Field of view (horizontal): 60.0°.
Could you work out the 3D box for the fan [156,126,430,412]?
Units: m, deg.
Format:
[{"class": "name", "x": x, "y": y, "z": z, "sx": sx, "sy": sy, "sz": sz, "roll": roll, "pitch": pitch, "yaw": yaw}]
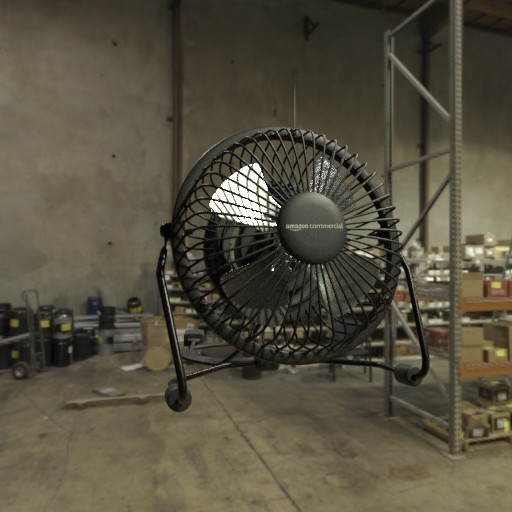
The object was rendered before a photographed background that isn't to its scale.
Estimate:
[{"class": "fan", "x": 0.000, "y": 0.000, "z": 0.313, "sx": 0.153, "sy": 0.152, "sz": 0.202, "roll": 0, "pitch": -1, "yaw": -19}]
